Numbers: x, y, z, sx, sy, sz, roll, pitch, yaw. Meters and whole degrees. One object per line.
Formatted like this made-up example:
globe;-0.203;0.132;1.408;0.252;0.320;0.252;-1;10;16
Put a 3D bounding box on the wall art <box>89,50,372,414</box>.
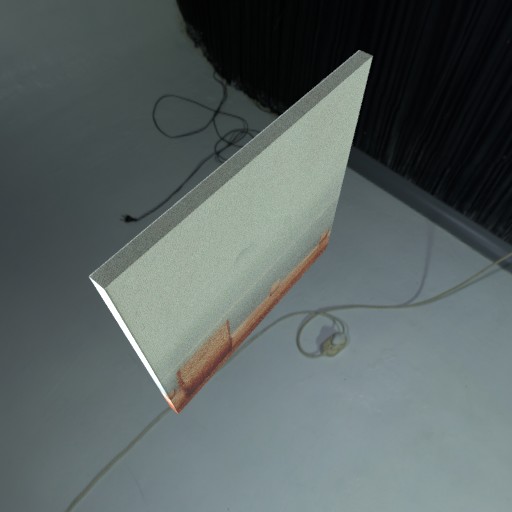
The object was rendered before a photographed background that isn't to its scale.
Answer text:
wall art;0.000;0.000;1.145;0.042;0.760;0.760;35;63;20
